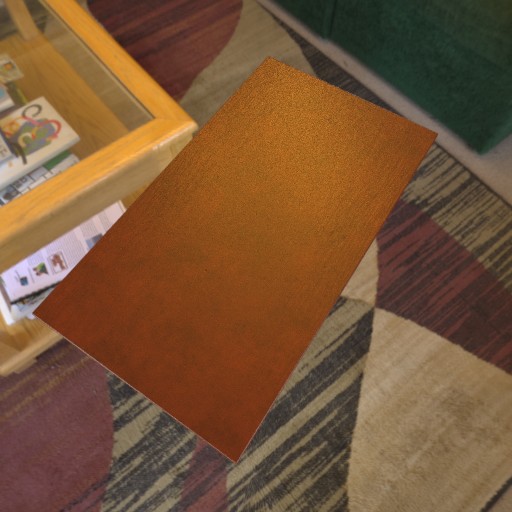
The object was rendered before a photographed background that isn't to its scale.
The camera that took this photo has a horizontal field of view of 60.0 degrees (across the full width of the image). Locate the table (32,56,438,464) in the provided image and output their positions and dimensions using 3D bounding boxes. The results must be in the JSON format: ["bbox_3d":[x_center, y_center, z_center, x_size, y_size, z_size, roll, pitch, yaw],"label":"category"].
[{"bbox_3d":[0.000,0.000,1.260,0.533,0.456,0.943,31,68,14],"label":"table"}]
